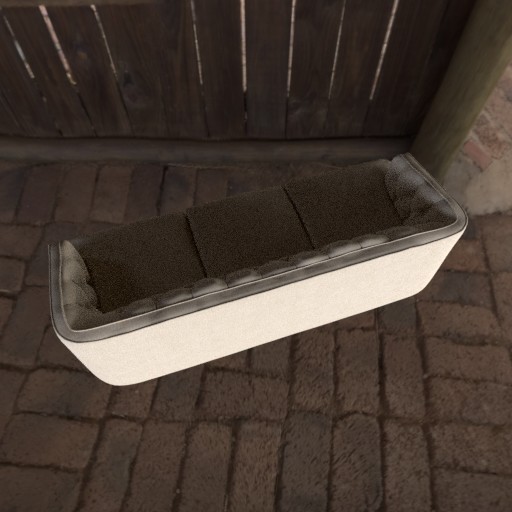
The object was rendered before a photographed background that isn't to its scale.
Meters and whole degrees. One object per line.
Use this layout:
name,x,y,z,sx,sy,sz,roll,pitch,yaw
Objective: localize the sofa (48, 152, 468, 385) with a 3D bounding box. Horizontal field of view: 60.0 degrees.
sofa,0.000,0.000,2.700,2.235,0.788,0.913,-16,59,-10
